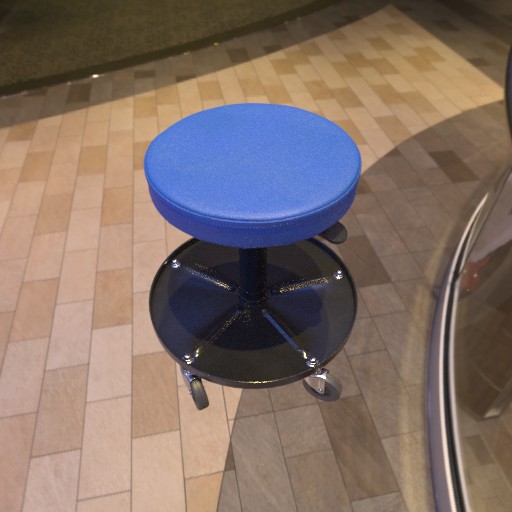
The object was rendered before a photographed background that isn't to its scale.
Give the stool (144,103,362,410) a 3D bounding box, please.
[{"bbox_3d":[0.000,0.000,0.680,0.382,0.365,0.381,25,50,23],"label":"stool"}]
